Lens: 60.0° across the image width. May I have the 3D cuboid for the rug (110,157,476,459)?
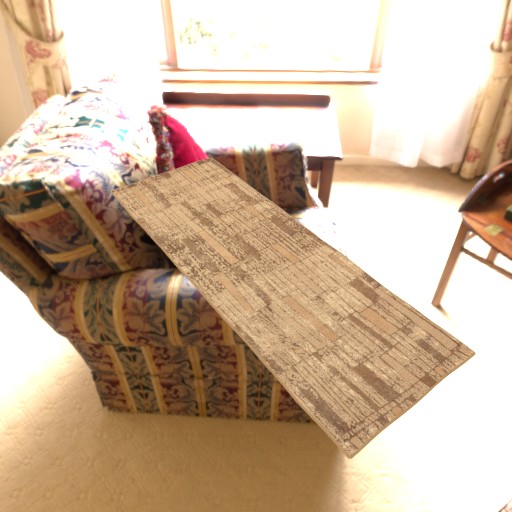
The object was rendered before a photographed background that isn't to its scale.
[{"bbox_3d":[0.000,0.000,2.639,0.857,0.018,2.383,-26,47,-27],"label":"rug"}]
